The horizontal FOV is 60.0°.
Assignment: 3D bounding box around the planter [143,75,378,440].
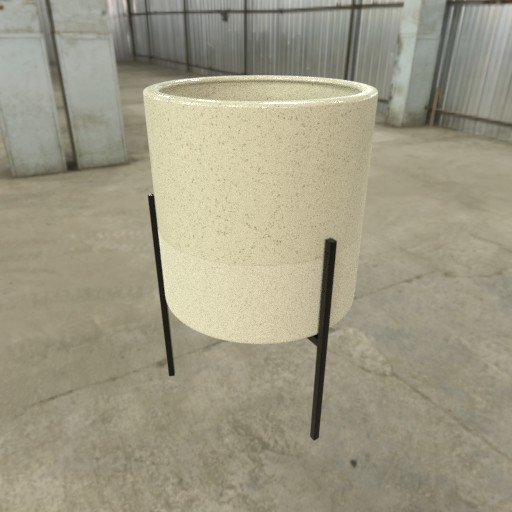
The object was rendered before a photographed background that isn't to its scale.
[{"bbox_3d":[0.000,0.000,0.541,0.243,0.390,0.234,-1,27,-2],"label":"planter"}]
